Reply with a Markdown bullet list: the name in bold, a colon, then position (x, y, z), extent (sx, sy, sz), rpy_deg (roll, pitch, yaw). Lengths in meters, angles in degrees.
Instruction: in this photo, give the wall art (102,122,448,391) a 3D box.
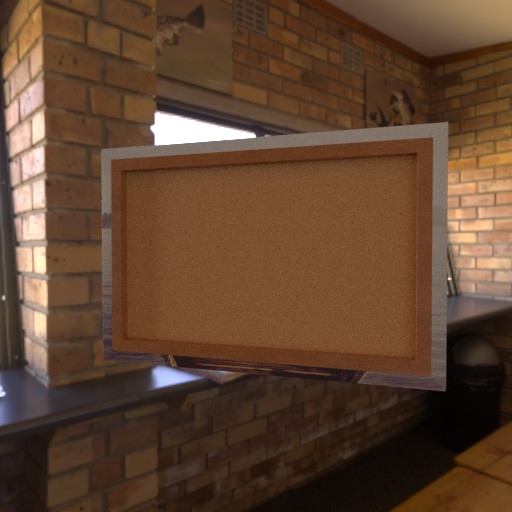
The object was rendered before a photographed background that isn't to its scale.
- **wall art**: position (0.000, 0.000, 1.155), extent (0.916, 0.609, 0.037), rpy_deg (0, 1, 17)
